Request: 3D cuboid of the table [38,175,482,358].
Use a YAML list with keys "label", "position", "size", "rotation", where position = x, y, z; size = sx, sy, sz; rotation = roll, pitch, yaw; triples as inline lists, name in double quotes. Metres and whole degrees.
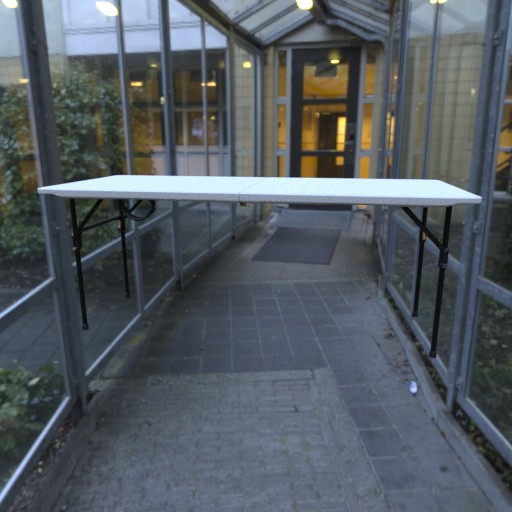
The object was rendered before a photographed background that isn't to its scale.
- label: "table"
  position: [0.000, 0.000, 2.218]
  size: [1.829, 0.719, 0.761]
  rotation: [3, 15, 10]
